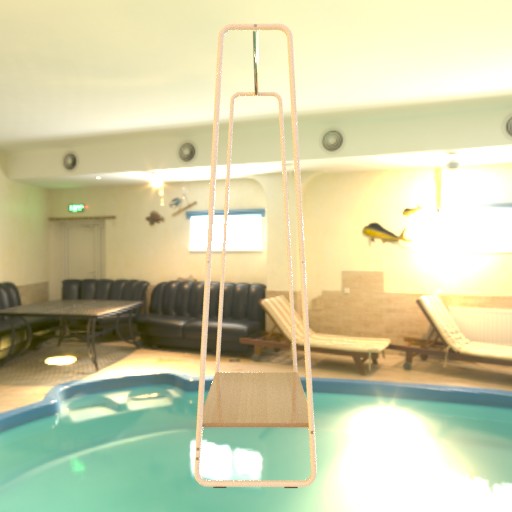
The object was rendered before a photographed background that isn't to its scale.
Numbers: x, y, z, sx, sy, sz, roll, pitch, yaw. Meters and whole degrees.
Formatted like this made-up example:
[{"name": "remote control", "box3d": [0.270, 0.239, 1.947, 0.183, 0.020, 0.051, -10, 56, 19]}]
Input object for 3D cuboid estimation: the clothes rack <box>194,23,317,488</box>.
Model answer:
[{"name": "clothes rack", "box3d": [0.000, 0.000, 1.745, 0.400, 1.500, 0.640, 0, 1, 0]}]
